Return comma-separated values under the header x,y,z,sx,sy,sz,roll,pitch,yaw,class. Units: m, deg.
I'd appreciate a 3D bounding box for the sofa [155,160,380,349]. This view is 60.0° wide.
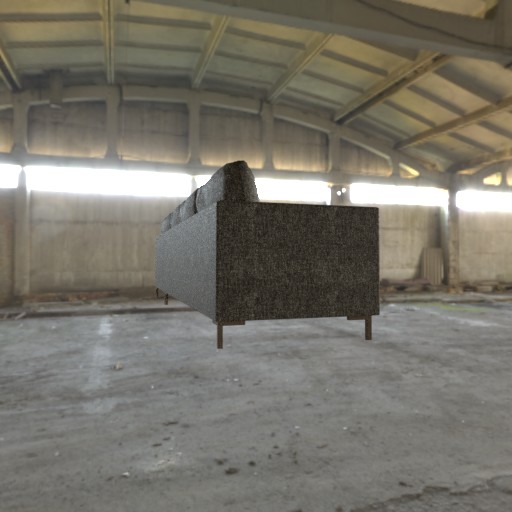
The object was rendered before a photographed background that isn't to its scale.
x,y,z,sx,sy,sz,roll,pitch,yaw,class
0.000,0.000,3.990,1.488,0.970,3.384,0,-1,-18,sofa
